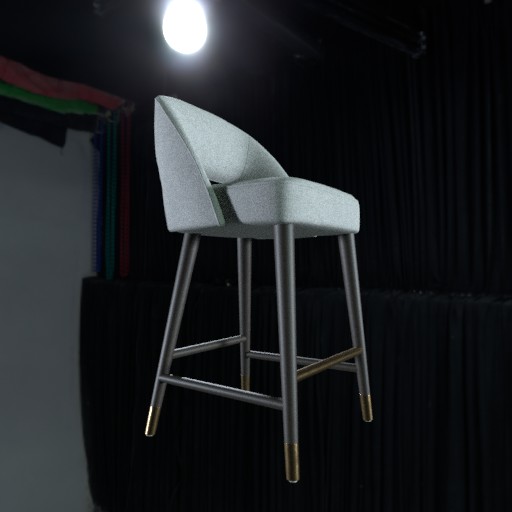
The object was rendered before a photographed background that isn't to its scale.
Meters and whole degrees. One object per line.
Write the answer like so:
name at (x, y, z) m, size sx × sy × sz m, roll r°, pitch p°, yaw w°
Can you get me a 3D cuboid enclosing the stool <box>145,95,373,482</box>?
stool at (0.000, 0.000, 1.238) m, size 0.509 × 0.940 × 0.494 m, roll -1°, pitch -1°, yaw 35°
